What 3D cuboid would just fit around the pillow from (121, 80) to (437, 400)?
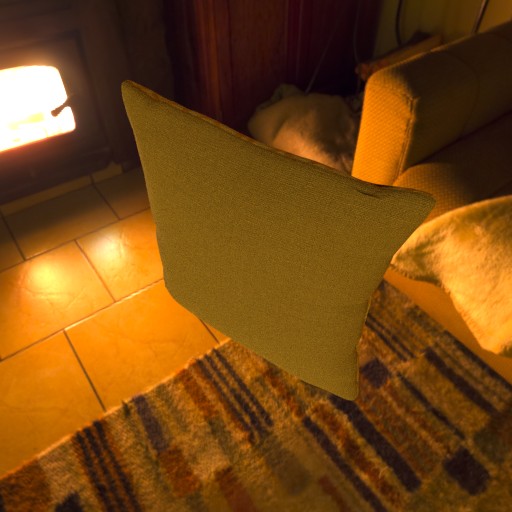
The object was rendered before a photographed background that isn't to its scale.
[{"bbox_3d":[0.000,0.000,0.665,0.429,0.436,0.159,26,52,22],"label":"pillow"}]
